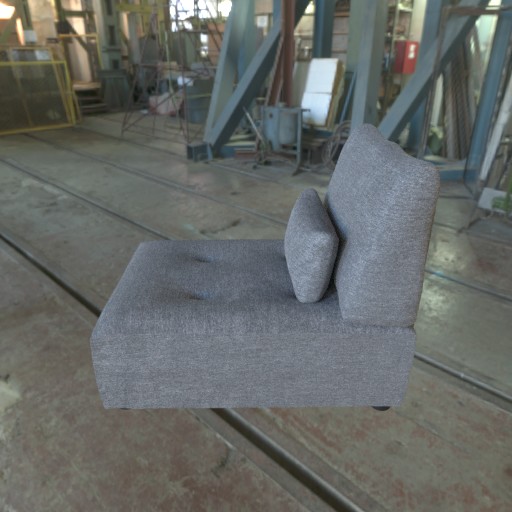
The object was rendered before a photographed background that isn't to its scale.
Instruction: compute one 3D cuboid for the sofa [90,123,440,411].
[{"bbox_3d":[0.000,0.000,1.583,1.000,0.820,0.700,0,26,-1],"label":"sofa"}]
